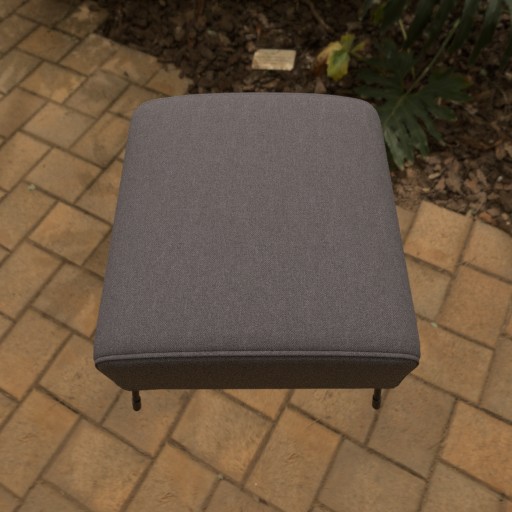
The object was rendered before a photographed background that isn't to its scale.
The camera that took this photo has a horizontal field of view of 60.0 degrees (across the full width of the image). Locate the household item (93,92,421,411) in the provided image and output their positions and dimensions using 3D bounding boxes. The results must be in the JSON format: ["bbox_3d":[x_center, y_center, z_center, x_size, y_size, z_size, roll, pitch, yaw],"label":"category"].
[{"bbox_3d":[0.000,0.000,0.883,0.530,0.410,0.530,0,63,0],"label":"household item"}]
